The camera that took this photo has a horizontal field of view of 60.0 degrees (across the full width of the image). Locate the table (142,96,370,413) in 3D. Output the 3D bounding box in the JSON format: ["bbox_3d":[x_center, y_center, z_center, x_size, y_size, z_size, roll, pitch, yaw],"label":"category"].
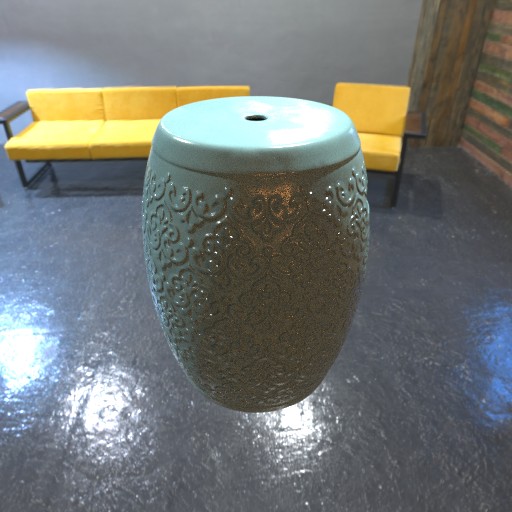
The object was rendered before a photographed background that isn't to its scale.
[{"bbox_3d":[0.000,0.000,0.638,0.309,0.397,0.309,0,32,0],"label":"table"}]
